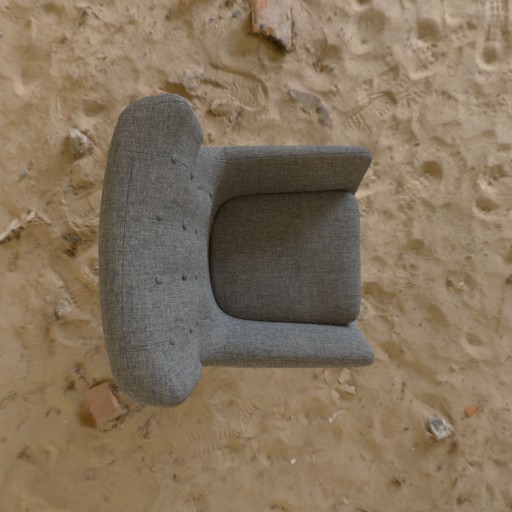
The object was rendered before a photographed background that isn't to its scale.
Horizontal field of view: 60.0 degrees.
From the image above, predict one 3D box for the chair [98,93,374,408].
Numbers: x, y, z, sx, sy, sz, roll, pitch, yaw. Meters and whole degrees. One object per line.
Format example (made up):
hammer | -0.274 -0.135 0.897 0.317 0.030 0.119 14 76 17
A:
chair | 0.000 0.000 1.719 0.904 1.063 0.878 0 88 0
